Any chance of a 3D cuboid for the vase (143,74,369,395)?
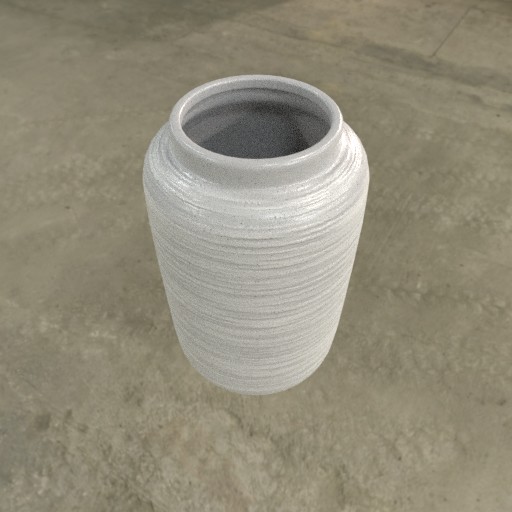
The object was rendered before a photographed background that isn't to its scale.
[{"bbox_3d":[0.000,0.000,0.475,0.202,0.335,0.202,0,48,0],"label":"vase"}]
